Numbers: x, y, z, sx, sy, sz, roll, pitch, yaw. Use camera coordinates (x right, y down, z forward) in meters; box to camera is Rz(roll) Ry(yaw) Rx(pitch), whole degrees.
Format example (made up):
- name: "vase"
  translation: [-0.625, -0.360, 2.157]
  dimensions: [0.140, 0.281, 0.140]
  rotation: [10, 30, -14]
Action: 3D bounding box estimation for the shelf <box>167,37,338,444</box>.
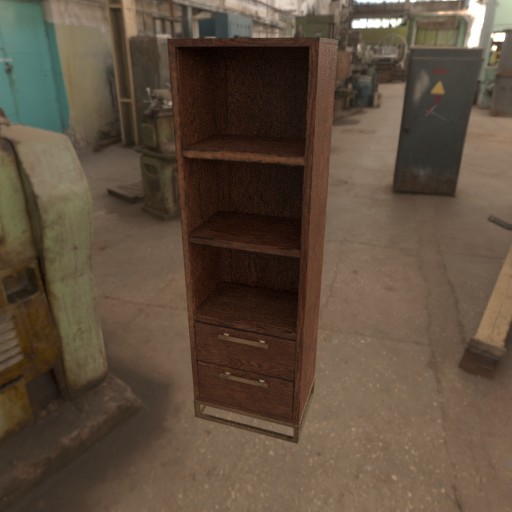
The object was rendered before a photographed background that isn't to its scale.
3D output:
- name: "shelf"
  translation: [0.000, 0.000, 1.971]
  dimensions: [0.539, 1.732, 0.395]
  rotation: [8, 26, 17]
